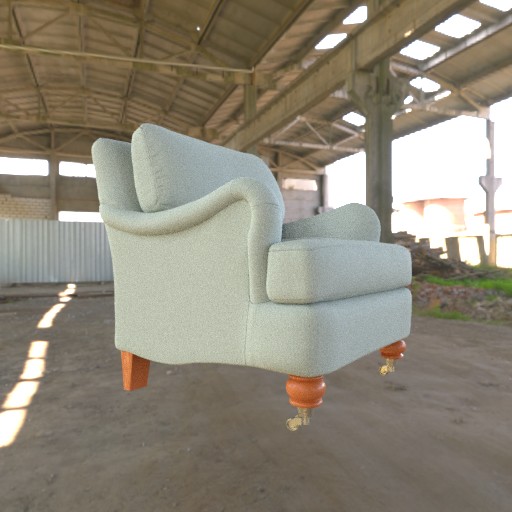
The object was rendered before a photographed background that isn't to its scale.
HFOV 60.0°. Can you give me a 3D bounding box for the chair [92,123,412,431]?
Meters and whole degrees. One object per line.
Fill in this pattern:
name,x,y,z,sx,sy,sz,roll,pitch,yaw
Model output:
chair,0.000,0.000,1.861,1.070,1.038,0.955,0,0,36
